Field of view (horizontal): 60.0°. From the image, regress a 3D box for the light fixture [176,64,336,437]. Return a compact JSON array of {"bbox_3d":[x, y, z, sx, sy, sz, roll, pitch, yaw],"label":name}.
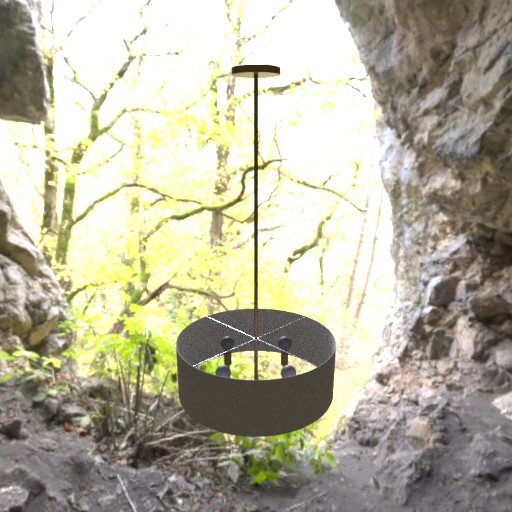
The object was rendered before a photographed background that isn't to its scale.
[{"bbox_3d":[0.000,0.000,1.353,0.508,1.067,0.508,0,15,0],"label":"light fixture"}]
